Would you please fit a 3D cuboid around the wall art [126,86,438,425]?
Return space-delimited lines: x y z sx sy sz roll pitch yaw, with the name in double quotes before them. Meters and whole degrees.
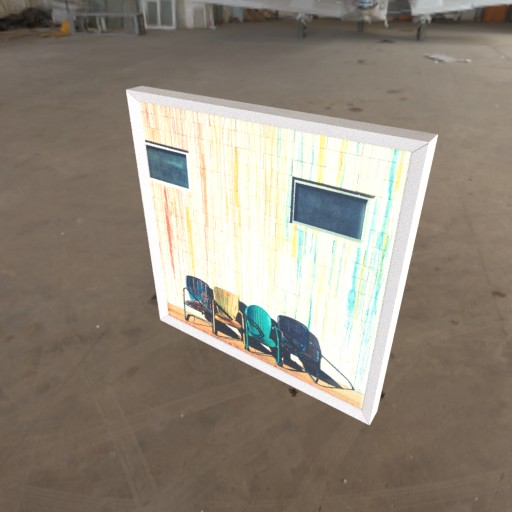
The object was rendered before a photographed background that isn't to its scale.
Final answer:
"wall art" 0.000 0.000 0.779 0.508 0.508 0.037 20 37 28
